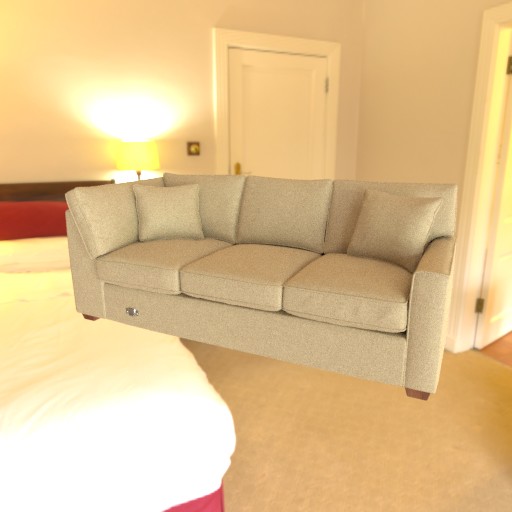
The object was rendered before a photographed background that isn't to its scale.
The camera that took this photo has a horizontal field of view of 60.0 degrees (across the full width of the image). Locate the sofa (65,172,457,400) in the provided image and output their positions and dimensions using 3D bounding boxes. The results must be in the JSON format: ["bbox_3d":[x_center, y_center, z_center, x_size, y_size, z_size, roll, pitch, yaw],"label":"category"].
[{"bbox_3d":[0.000,0.000,2.844,2.317,0.962,1.061,7,16,25],"label":"sofa"}]
